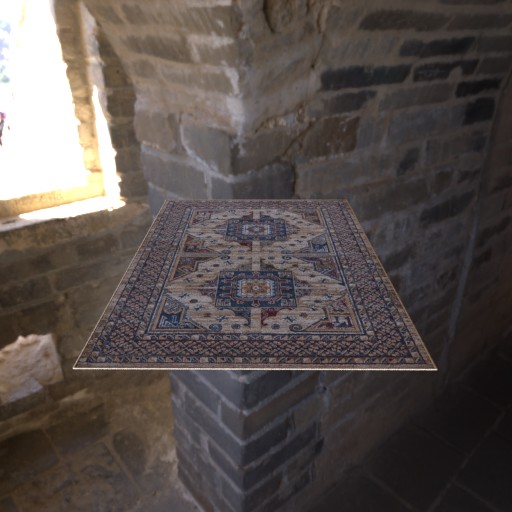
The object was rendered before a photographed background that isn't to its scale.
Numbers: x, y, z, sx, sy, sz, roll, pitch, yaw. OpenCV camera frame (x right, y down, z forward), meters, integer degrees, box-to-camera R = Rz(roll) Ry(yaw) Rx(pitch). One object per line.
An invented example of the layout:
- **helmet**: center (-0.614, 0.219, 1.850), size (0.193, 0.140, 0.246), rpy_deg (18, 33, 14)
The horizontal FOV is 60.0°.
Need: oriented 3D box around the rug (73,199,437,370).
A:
- **rug**: center (0.000, 0.000, 2.949), size (1.611, 0.008, 2.227), rpy_deg (0, 27, 0)
